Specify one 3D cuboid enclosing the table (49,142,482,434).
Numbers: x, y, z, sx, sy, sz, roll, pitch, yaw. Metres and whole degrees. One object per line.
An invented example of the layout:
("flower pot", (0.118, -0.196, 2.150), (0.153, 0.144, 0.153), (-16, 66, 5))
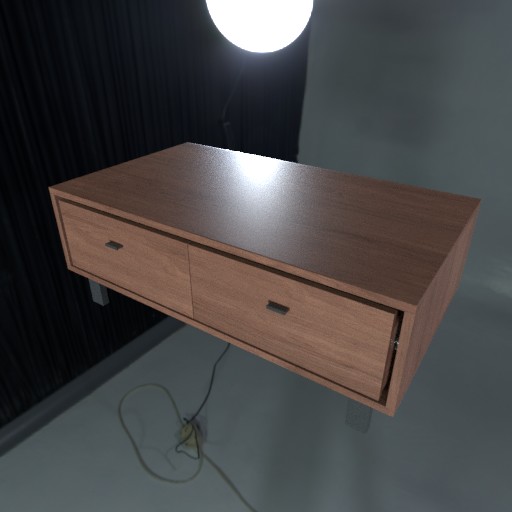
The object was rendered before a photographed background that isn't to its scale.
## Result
("table", (0.000, 0.000, 1.282), (1.020, 0.380, 0.600), (18, 34, 29))
